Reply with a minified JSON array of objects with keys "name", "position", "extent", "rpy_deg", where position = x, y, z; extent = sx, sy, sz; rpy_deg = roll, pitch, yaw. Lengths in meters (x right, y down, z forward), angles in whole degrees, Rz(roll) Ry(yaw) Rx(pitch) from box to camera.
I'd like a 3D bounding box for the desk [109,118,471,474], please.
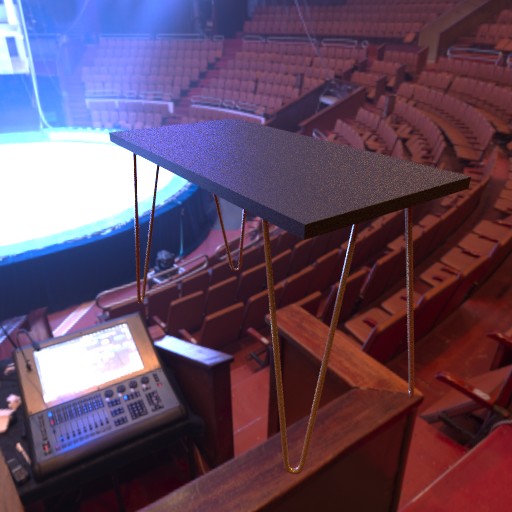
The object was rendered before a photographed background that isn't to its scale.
[{"name":"desk","position":[0.000,0.000,1.388],"extent":[0.499,0.660,0.991],"rpy_deg":[-17,31,-31]}]
